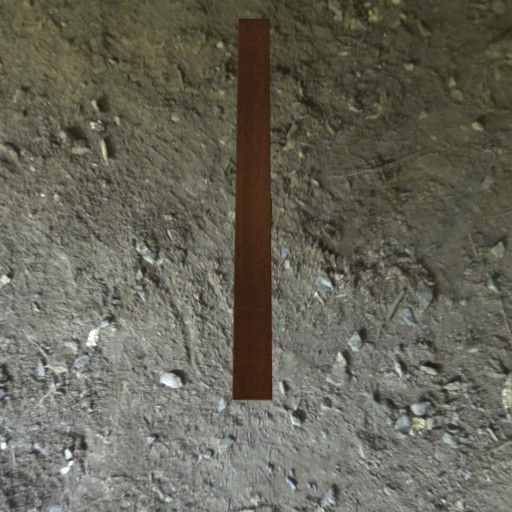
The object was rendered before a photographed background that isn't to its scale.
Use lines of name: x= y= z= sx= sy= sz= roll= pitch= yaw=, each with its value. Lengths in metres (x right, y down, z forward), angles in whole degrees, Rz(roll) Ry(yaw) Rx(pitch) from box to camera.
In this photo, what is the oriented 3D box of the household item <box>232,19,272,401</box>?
household item: x=0.000 y=0.000 z=0.337 sx=0.020 sy=0.250 sz=0.200 roll=0 pitch=74 yaw=0
